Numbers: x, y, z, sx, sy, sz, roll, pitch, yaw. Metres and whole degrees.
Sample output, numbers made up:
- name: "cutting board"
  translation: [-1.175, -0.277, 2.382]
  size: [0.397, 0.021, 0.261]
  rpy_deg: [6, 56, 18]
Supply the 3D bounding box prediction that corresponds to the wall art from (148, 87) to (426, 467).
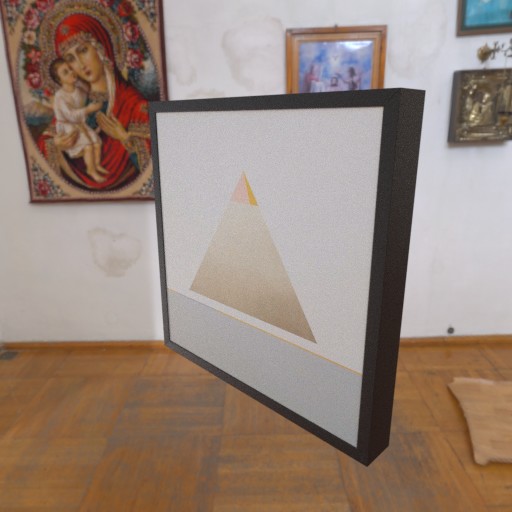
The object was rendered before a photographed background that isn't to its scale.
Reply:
- name: "wall art"
  translation: [0.000, 0.000, 0.449]
  size: [0.304, 0.303, 0.037]
  rpy_deg: [16, 23, 43]
